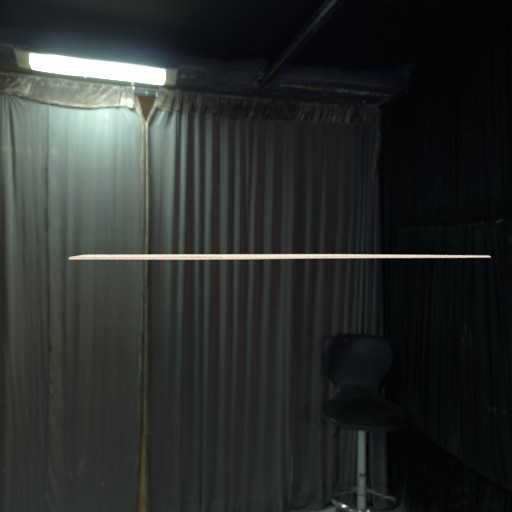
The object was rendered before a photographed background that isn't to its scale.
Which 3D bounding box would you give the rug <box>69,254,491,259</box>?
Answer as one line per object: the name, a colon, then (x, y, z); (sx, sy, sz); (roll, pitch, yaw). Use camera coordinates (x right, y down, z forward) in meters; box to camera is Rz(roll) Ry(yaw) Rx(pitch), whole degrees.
rug: (0.000, 0.000, 3.889); (2.895, 0.018, 2.288); (0, 1, -19)
